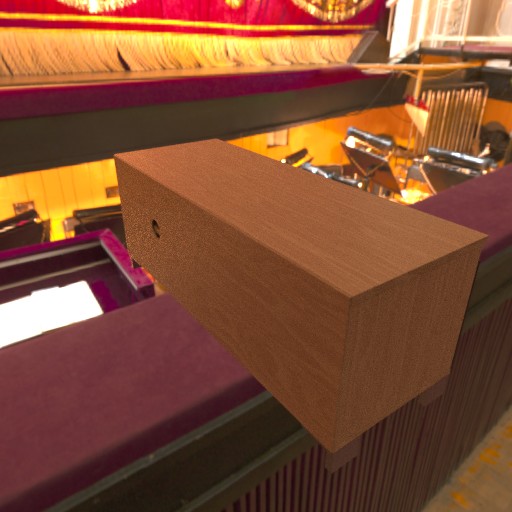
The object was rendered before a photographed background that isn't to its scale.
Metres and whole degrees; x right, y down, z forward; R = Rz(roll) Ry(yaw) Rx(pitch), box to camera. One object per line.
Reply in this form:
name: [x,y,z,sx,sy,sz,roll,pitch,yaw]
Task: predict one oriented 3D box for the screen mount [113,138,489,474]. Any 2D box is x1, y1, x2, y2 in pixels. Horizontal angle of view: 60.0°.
screen mount: [0.000,0.000,1.297,0.406,0.432,1.084,-18,33,-31]
